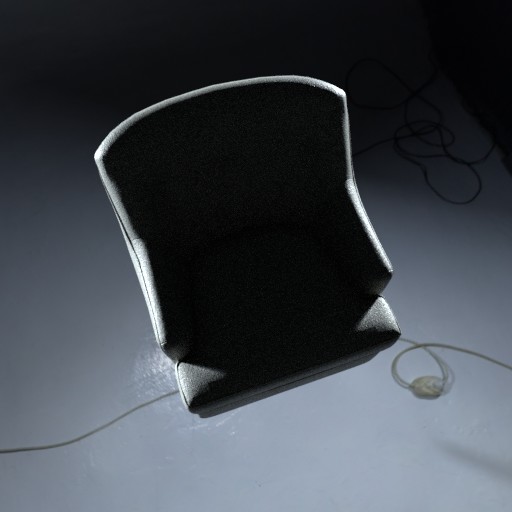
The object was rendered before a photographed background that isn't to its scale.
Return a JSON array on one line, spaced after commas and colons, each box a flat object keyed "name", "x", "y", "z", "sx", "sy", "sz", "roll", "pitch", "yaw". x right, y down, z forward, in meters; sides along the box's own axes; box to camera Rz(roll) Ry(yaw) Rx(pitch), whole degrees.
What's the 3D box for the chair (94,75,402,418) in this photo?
[{"name": "chair", "x": 0.000, "y": 0.000, "z": 1.644, "sx": 0.864, "sy": 0.856, "sz": 0.923, "roll": -17, "pitch": 64, "yaw": -8}]
